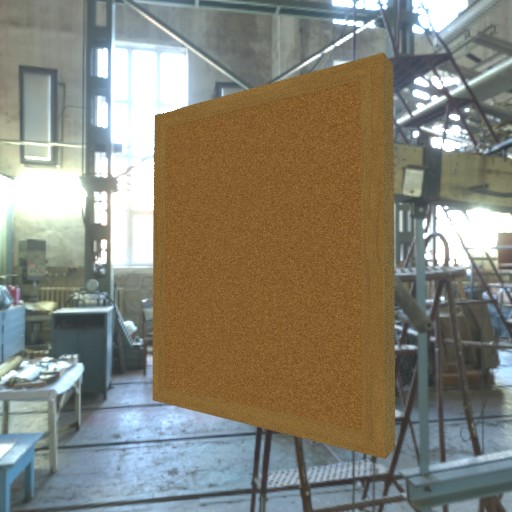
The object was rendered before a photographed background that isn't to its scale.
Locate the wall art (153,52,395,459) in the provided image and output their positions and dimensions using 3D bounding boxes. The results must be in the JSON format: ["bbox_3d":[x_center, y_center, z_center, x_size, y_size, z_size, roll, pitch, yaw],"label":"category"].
[{"bbox_3d":[0.000,0.000,0.515,0.312,0.380,0.030,-1,-1,34],"label":"wall art"}]
